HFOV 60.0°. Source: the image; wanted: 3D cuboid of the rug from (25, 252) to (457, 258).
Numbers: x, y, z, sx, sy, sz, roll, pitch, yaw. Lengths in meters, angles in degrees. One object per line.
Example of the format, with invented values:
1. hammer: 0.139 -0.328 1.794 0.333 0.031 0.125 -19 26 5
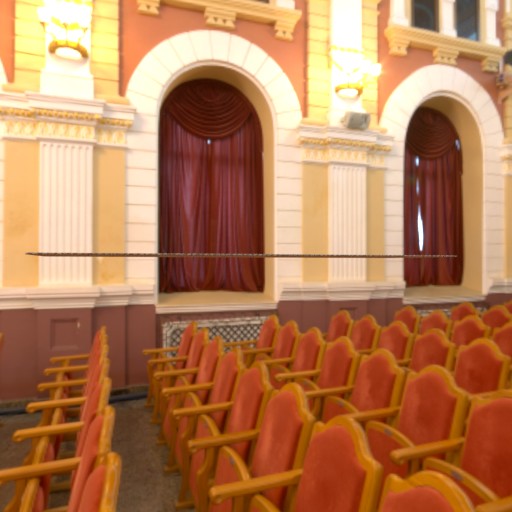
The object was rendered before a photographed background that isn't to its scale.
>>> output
1. rug: 0.000 0.000 2.546 2.286 0.008 0.686 0 -1 -19
